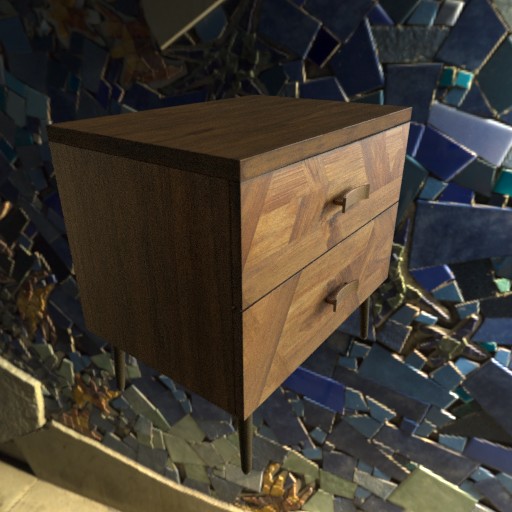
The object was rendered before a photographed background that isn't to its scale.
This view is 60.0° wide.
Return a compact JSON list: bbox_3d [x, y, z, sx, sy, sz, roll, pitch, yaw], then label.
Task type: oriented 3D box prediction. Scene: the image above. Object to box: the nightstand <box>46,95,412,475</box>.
[{"bbox_3d":[0.000,0.000,0.999,0.458,0.610,0.610,18,31,33],"label":"nightstand"}]
